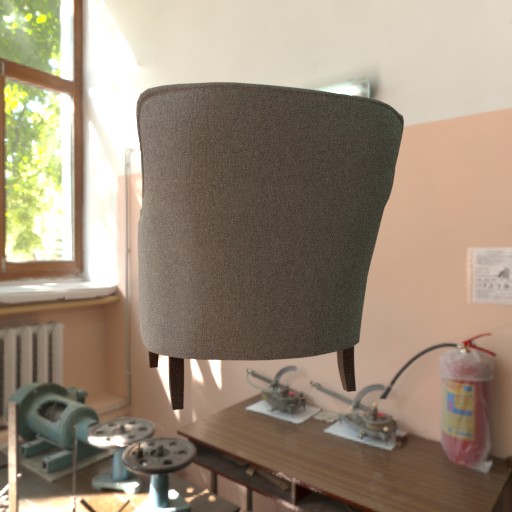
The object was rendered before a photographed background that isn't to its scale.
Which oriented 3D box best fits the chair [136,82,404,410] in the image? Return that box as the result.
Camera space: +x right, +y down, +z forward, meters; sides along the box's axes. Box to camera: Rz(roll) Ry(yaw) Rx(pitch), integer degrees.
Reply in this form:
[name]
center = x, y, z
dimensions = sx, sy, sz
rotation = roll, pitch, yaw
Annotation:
[chair]
center = 0.000, 0.000, 1.547
dimensions = 0.820, 0.920, 0.910
rotation = 0, 1, -17
